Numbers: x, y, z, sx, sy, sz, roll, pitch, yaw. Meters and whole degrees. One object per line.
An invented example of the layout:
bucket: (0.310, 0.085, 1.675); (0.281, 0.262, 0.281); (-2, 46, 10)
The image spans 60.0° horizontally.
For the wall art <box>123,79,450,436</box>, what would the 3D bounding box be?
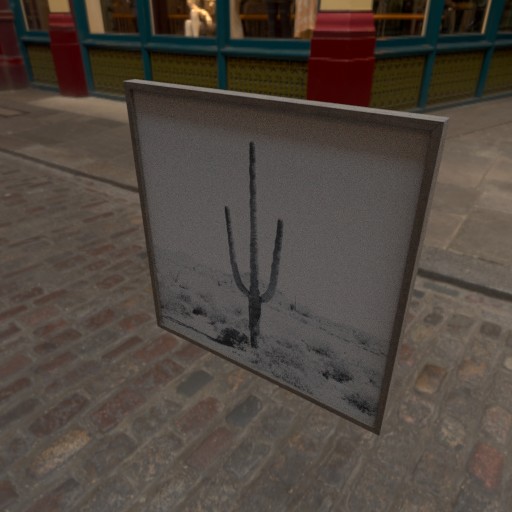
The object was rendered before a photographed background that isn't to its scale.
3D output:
wall art: (0.000, 0.000, 1.105); (0.762, 0.762, 0.038); (19, 35, 29)
